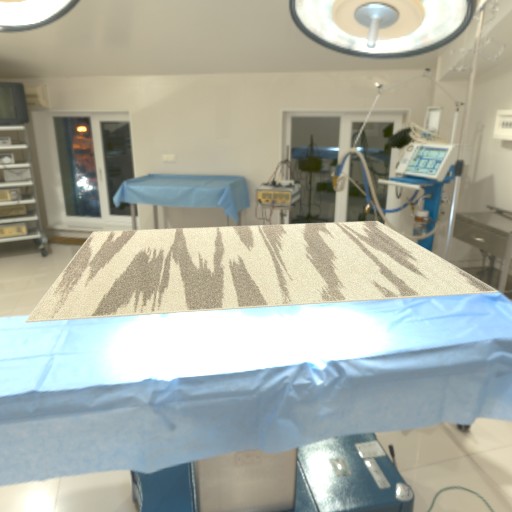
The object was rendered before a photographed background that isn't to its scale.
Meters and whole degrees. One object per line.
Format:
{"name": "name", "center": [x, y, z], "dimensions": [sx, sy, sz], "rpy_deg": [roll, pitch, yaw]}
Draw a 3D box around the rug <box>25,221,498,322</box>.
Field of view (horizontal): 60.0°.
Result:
{"name": "rug", "center": [0.000, 0.000, 2.256], "dimensions": [1.827, 0.008, 1.225], "rpy_deg": [-3, 18, -8]}
